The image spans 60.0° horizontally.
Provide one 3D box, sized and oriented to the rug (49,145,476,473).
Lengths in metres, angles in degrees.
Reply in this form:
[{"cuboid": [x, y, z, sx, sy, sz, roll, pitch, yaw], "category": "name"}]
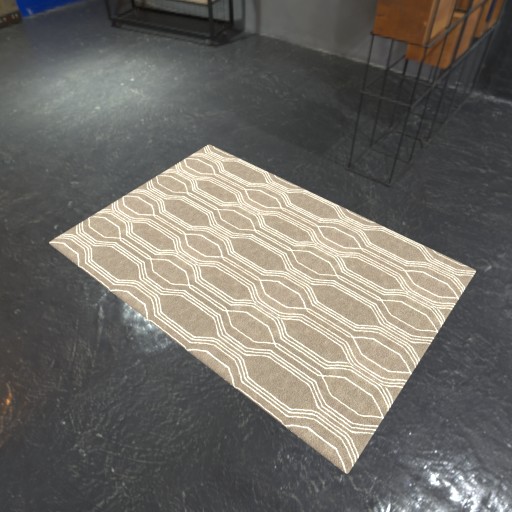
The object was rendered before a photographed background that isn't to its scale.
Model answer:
[{"cuboid": [0.000, 0.000, 2.284, 1.836, 0.012, 1.239, 30, 53, 26], "category": "rug"}]
